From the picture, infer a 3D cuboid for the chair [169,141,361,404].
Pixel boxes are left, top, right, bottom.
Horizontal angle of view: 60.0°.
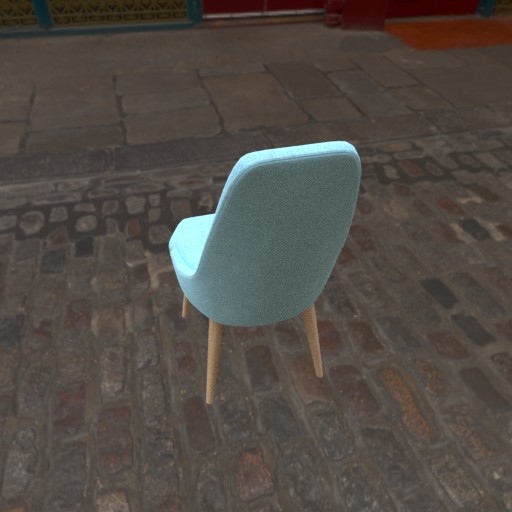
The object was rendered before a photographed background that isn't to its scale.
[{"bbox_3d":[0.000,0.000,1.379,0.510,1.040,0.660,-10,42,-11],"label":"chair"}]
